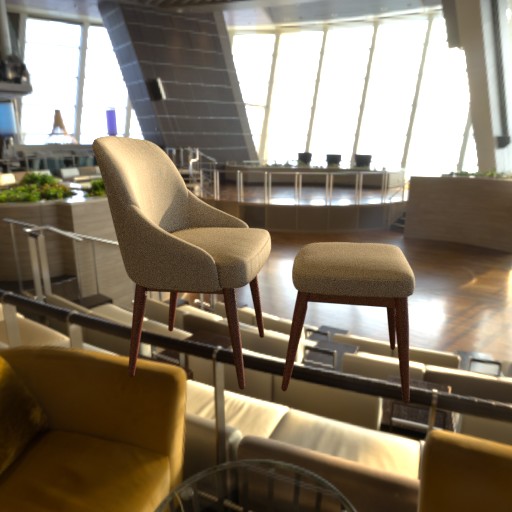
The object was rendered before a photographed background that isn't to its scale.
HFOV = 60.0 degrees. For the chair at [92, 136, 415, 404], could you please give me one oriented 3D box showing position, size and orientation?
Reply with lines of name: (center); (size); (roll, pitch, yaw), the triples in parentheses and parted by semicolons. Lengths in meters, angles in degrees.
chair: (0.000, 0.000, 1.656); (1.114, 0.866, 0.584); (3, 15, 10)
